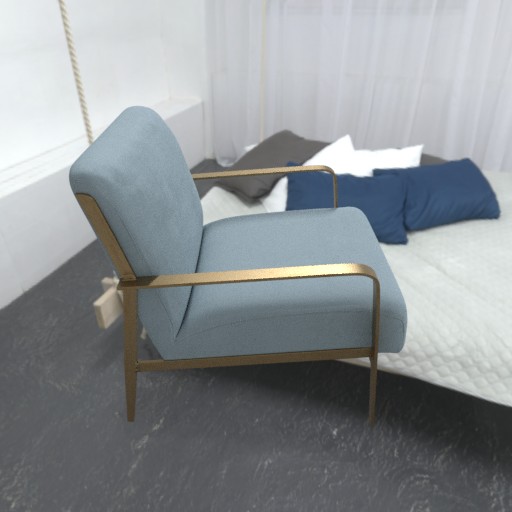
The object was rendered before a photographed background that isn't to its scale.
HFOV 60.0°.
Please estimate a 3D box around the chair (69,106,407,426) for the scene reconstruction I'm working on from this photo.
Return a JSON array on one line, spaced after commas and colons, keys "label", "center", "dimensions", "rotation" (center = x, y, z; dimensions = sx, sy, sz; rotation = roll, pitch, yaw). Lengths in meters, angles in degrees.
[{"label": "chair", "center": [0.000, 0.000, 1.432], "dimensions": [0.842, 0.824, 0.701], "rotation": [0, 32, 0]}]
